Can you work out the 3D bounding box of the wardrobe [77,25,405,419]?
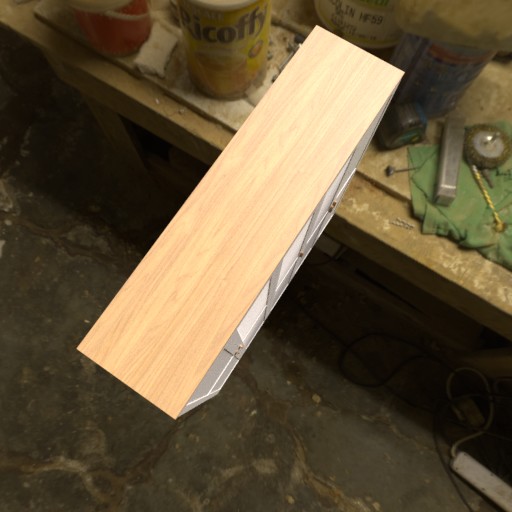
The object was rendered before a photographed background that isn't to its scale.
[{"bbox_3d":[0.000,0.000,3.350,0.590,2.260,2.160,32,78,8],"label":"wardrobe"}]
